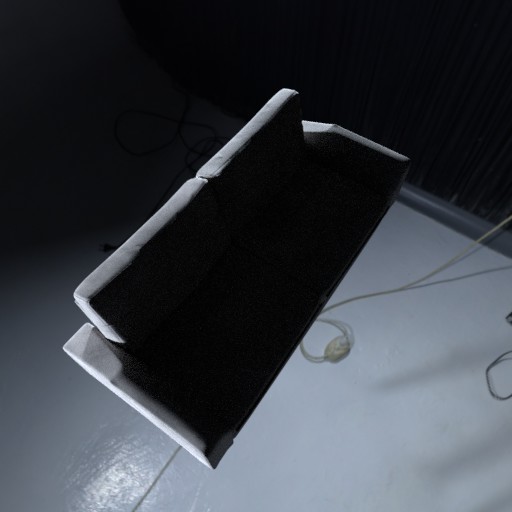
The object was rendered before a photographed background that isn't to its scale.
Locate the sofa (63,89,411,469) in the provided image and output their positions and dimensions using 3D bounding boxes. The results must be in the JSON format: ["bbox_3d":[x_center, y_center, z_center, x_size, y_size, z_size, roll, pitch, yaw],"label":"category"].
[{"bbox_3d":[0.000,0.000,2.286,0.849,0.859,1.837,30,62,18],"label":"sofa"}]
